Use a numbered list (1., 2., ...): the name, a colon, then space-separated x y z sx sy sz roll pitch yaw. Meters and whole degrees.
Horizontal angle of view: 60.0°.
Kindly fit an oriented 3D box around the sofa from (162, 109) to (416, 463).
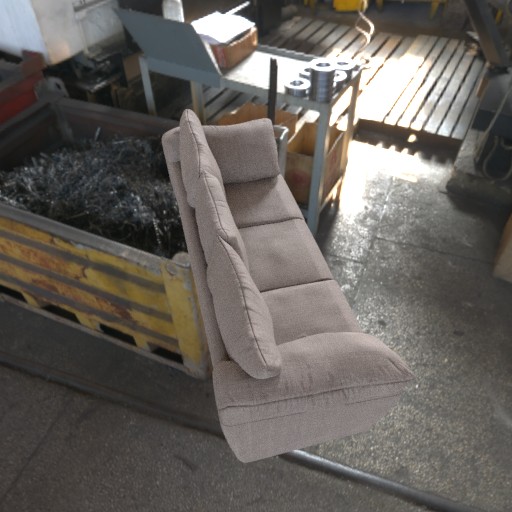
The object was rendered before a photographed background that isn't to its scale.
1. sofa: 0.000 0.000 2.800 0.878 0.996 2.334 -11 47 -10
